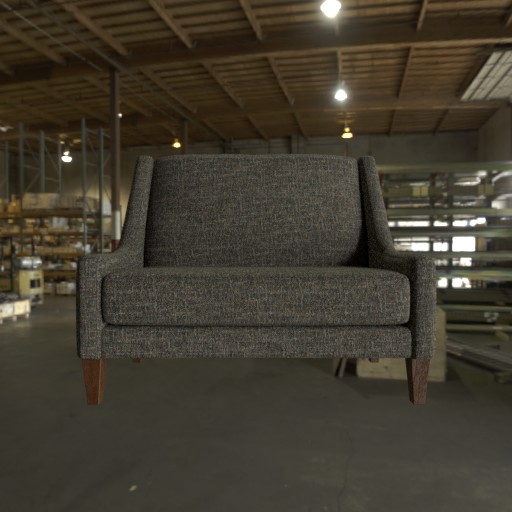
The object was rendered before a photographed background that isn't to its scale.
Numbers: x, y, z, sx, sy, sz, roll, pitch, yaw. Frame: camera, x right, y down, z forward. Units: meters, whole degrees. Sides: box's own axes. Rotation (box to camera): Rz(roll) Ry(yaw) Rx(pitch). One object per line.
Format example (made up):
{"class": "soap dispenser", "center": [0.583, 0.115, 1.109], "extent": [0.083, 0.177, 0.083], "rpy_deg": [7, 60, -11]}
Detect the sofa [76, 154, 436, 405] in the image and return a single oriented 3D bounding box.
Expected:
{"class": "sofa", "center": [0.000, 0.000, 1.904], "extent": [1.242, 1.021, 0.870], "rpy_deg": [0, 1, 0]}
